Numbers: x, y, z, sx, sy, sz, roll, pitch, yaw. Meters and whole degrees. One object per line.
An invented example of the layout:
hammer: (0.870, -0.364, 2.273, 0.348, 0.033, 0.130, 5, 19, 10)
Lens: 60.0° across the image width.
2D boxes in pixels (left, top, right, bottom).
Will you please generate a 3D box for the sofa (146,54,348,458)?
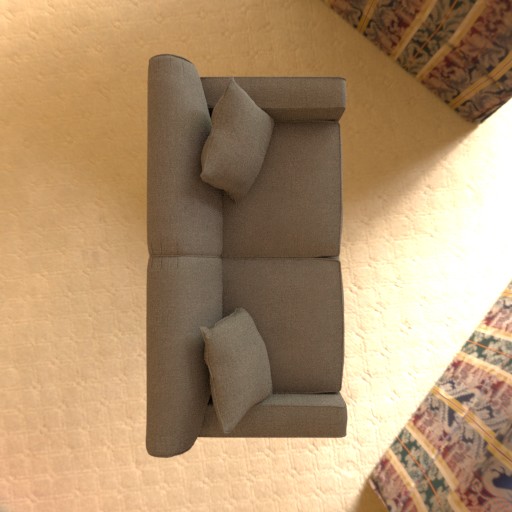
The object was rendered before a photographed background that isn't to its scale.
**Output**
sofa: (0.000, 0.000, 2.410, 1.000, 0.958, 1.846, 0, 89, 0)
